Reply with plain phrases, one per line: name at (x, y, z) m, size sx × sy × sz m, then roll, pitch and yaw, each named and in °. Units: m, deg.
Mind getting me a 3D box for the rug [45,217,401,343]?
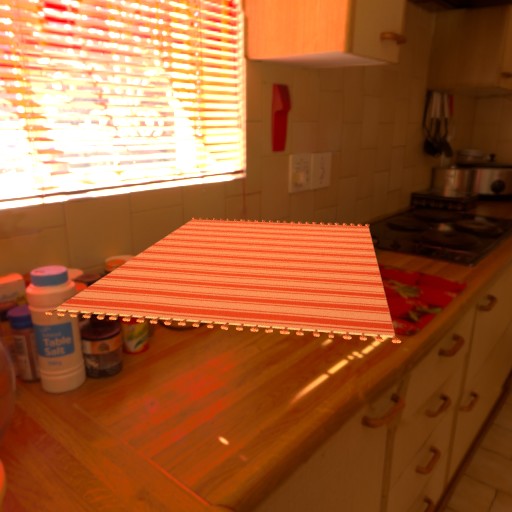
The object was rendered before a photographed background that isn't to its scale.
rug at (0.000, 0.000, 4.541) m, size 2.451 × 0.035 × 3.369 m, roll 3°, pitch 17°, yaw 10°
